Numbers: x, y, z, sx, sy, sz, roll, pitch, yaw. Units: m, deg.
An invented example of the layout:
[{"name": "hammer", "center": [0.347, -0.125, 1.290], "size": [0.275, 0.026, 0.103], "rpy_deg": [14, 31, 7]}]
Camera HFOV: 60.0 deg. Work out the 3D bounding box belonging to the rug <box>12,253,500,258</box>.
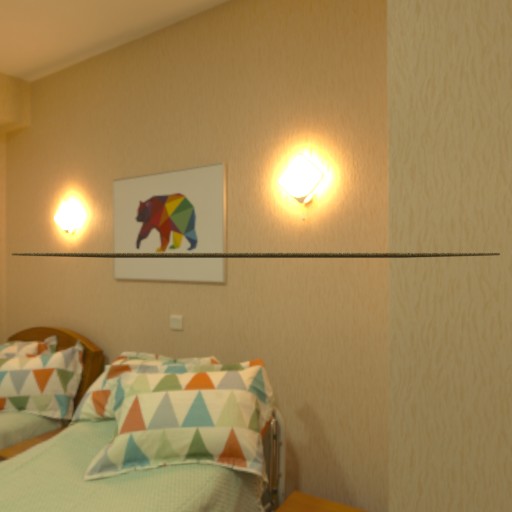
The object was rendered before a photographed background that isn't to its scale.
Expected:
[{"name": "rug", "center": [0.000, 0.000, 2.983], "size": [2.448, 0.012, 1.540], "rpy_deg": [0, -1, 0]}]
